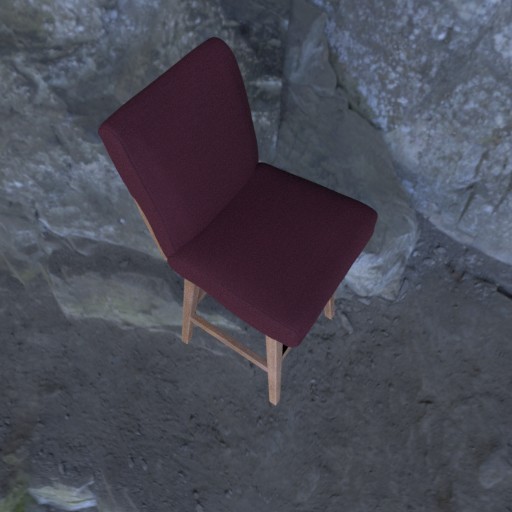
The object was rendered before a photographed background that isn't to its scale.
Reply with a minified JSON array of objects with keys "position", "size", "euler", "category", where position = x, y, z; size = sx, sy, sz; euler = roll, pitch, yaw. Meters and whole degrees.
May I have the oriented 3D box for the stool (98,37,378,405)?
[{"position":[0.000,0.000,1.390],"size":[0.562,1.093,0.468],"euler":[30,63,17],"category":"stool"}]
